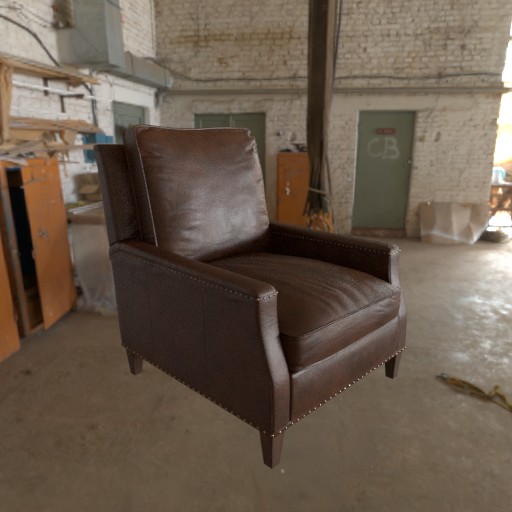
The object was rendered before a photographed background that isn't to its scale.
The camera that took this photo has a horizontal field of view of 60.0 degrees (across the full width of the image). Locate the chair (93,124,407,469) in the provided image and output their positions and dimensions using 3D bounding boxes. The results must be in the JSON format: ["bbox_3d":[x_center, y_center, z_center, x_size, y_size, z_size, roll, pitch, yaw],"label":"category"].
[{"bbox_3d":[0.000,0.000,1.839,1.035,1.054,0.854,14,20,43],"label":"chair"}]
